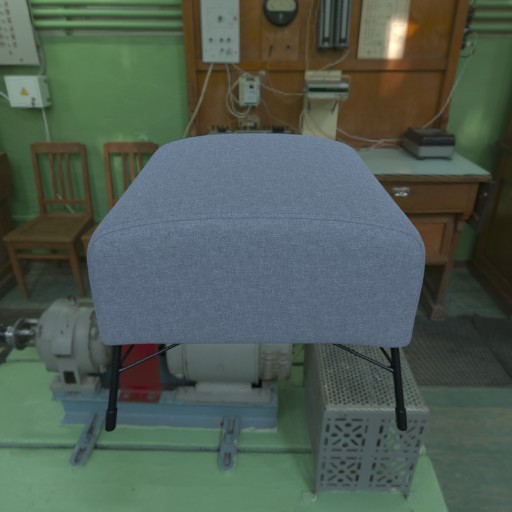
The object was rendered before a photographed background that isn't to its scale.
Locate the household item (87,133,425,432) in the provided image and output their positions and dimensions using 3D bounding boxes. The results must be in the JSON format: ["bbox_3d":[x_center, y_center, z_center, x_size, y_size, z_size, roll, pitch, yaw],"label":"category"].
[{"bbox_3d":[0.000,0.000,0.909,0.530,0.410,0.530,0,28,0],"label":"household item"}]
